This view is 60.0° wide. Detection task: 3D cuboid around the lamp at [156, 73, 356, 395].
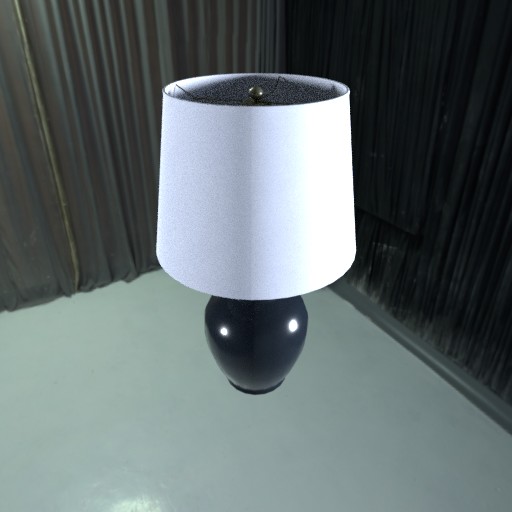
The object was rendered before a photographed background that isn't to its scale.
[{"bbox_3d":[0.000,0.000,0.553,0.239,0.399,0.239,0,30,0],"label":"lamp"}]
